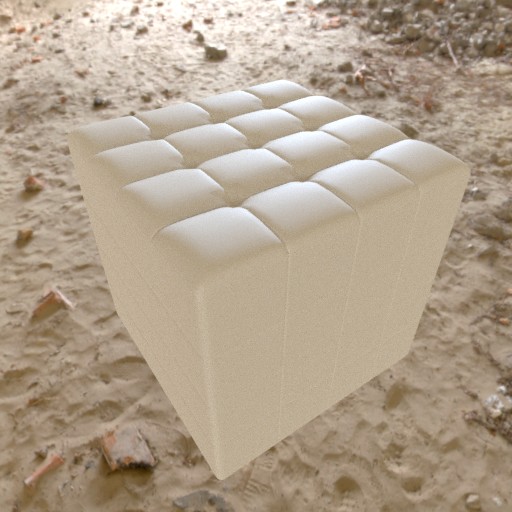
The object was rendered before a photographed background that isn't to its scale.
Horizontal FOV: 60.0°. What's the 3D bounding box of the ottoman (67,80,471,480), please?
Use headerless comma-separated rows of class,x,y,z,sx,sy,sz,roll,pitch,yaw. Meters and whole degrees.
ottoman,0.000,0.000,0.766,0.425,0.432,0.425,-24,45,-26
